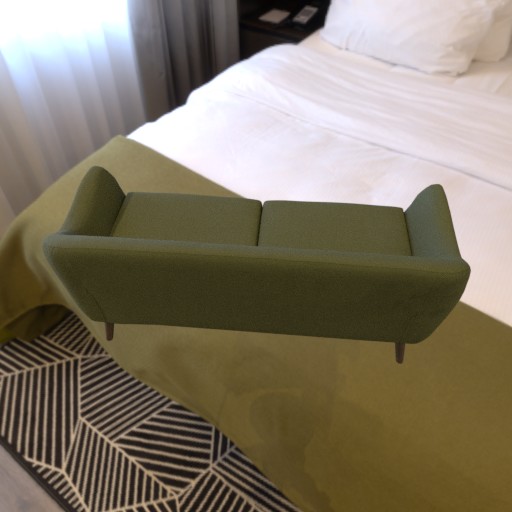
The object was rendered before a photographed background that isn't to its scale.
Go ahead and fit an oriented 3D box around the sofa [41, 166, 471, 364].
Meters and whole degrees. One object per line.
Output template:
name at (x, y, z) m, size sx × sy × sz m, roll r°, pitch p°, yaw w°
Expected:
sofa at (0.000, 0.000, 2.167) m, size 1.840 × 0.836 × 0.820 m, roll 4°, pitch 47°, yaw 4°
